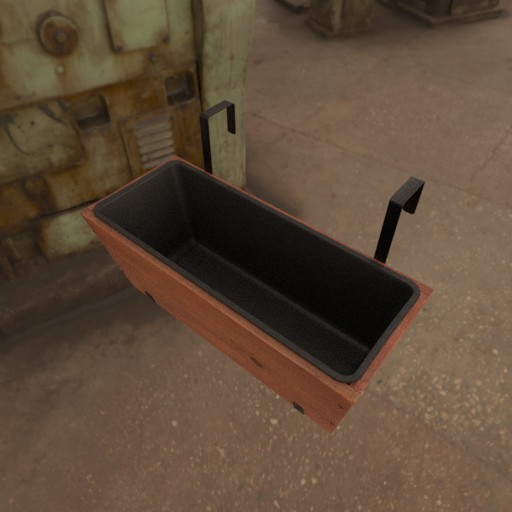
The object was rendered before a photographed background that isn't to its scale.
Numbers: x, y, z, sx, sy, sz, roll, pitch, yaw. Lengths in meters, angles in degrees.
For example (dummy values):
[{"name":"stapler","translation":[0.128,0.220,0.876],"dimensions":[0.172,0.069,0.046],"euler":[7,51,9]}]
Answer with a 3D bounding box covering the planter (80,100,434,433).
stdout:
[{"name":"planter","translation":[0.000,0.000,0.667],"dimensions":[0.480,0.289,0.262],"euler":[31,53,26]}]
